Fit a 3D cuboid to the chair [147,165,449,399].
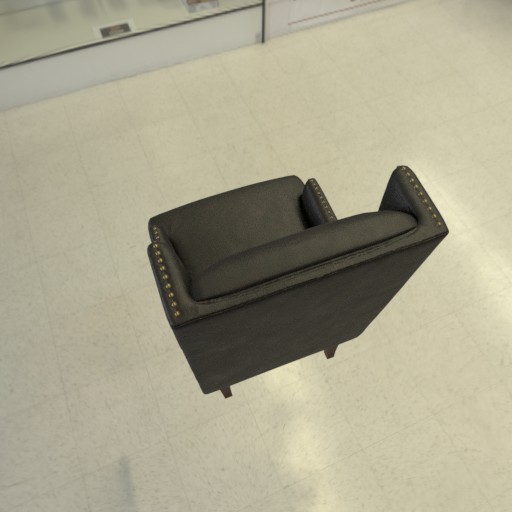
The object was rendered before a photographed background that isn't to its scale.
[{"bbox_3d":[0.000,0.000,1.634,0.703,1.142,0.799,-18,62,-10],"label":"chair"}]
